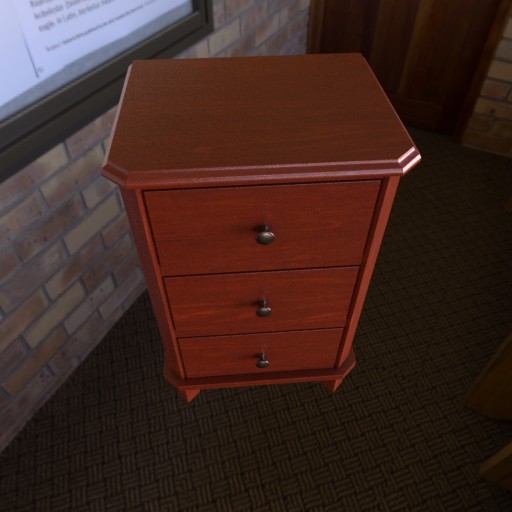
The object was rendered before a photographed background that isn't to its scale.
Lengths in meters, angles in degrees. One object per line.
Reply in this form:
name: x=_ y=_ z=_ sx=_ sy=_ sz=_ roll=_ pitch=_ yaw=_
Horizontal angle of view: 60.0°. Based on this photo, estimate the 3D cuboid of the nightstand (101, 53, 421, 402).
nightstand: x=0.000 y=0.000 z=0.929 sx=0.435 sy=0.681 sz=0.351 roll=-3 pitch=47 yaw=-3
